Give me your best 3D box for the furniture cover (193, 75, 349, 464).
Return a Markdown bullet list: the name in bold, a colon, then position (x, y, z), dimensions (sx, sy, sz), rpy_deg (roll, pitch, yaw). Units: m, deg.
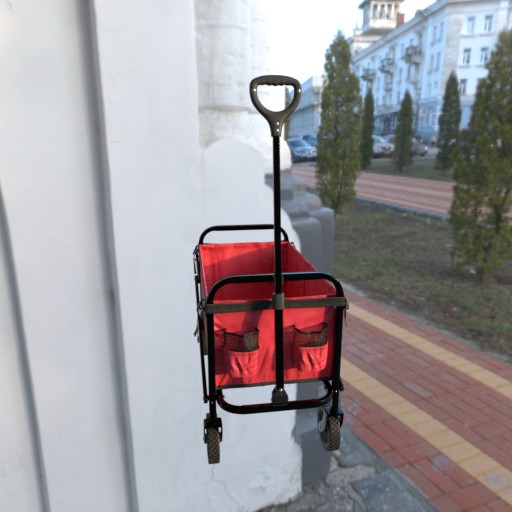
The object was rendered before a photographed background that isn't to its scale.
- **furniture cover**: position (0.000, 0.000, 1.818), dimensions (0.532, 1.295, 1.038), rpy_deg (-2, 15, -9)
